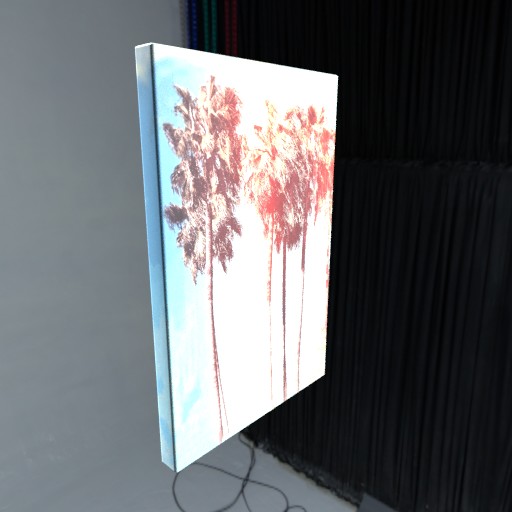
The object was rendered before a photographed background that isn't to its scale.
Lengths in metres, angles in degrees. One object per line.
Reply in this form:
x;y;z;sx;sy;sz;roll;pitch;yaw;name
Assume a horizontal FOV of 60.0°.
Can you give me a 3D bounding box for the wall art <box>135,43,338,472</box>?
0.000;0.000;0.756;0.038;0.610;0.401;14;20;41;wall art
